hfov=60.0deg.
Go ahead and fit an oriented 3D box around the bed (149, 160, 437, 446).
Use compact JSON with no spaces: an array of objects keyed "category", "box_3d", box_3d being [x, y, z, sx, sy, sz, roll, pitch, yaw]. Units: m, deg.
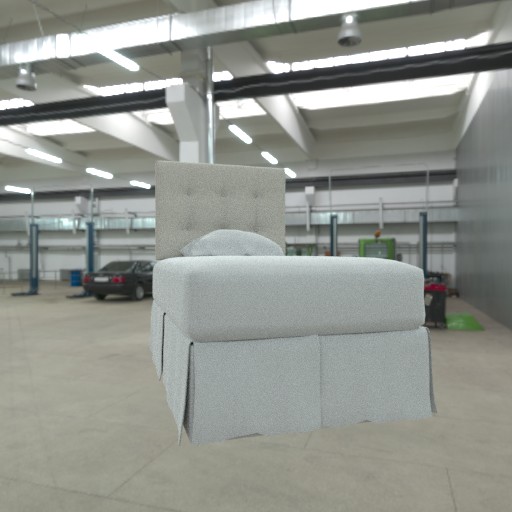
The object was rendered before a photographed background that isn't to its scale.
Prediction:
[{"category":"bed","box_3d":[0.000,0.000,2.898,1.261,1.571,1.997,0,0,-18]}]
